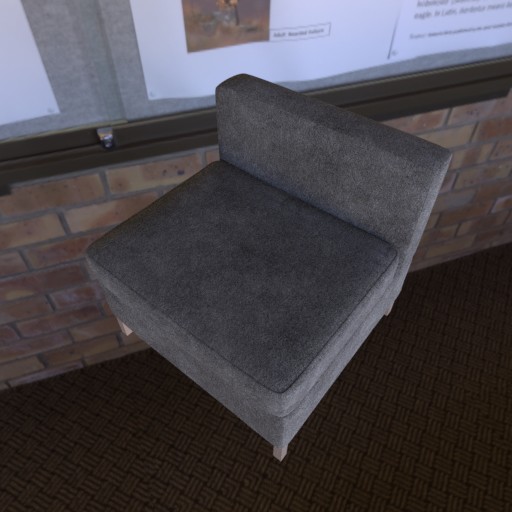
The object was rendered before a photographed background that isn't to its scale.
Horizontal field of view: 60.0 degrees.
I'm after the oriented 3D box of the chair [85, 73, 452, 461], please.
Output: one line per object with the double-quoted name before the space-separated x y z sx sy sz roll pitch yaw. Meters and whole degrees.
"chair" 0.000 0.000 1.240 0.680 0.660 0.680 31 54 25
